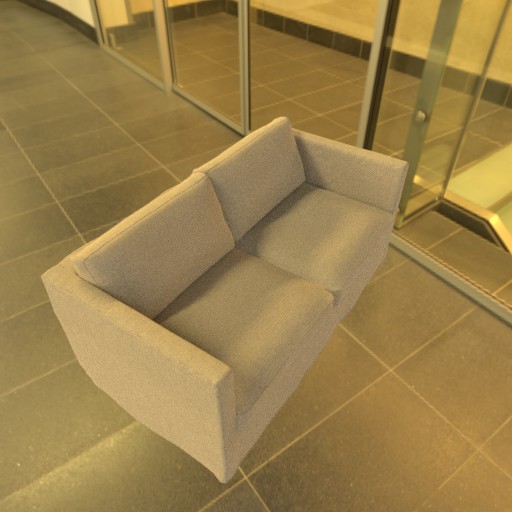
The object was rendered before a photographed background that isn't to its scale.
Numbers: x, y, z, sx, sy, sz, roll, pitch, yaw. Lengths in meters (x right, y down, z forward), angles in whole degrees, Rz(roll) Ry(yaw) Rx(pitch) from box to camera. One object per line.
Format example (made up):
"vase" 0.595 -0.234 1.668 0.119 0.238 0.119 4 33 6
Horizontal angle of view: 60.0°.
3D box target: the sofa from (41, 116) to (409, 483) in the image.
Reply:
"sofa" 0.000 0.000 2.311 0.956 0.828 1.766 24 47 25
